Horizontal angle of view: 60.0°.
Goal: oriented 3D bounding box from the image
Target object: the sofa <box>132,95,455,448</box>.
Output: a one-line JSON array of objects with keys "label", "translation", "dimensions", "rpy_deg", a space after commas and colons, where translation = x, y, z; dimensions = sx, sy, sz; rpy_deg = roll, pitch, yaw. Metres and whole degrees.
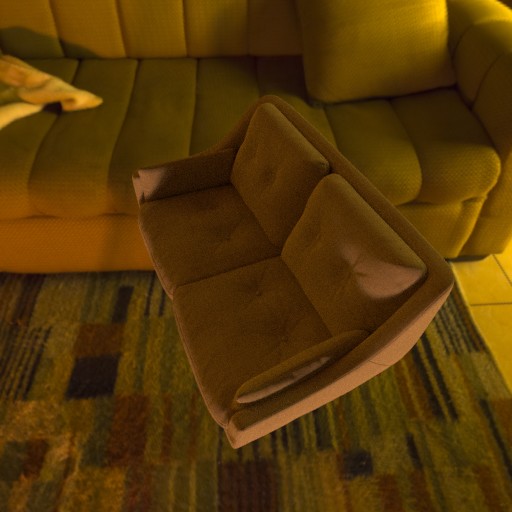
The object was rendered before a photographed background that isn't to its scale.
[{"label": "sofa", "translation": [0.000, 0.000, 2.234], "dimensions": [0.965, 0.888, 1.652], "rpy_deg": [-18, 49, -16]}]
